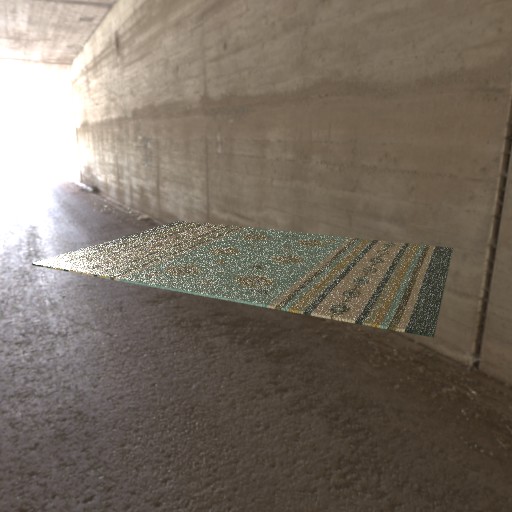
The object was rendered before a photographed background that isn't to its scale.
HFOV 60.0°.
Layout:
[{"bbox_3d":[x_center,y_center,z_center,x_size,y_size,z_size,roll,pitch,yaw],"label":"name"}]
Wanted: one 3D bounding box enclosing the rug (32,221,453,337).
[{"bbox_3d":[0.000,0.000,2.280,1.811,0.010,1.212,7,17,25],"label":"rug"}]
